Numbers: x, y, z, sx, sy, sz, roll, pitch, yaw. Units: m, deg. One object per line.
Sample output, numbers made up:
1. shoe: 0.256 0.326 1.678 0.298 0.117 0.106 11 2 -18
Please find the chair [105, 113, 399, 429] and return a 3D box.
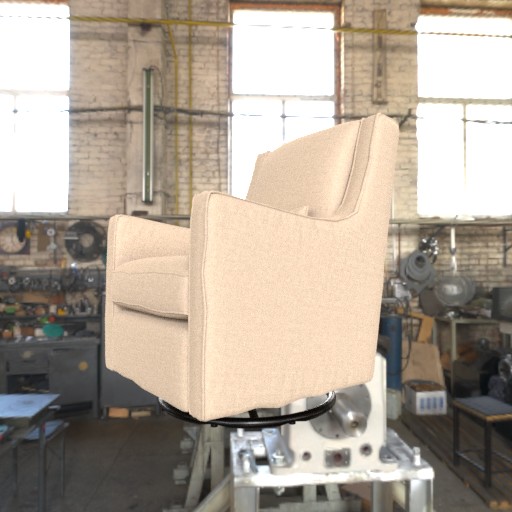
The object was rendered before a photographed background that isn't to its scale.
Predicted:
1. chair: 0.000 0.000 1.585 0.879 0.993 0.732 1 -2 -37
